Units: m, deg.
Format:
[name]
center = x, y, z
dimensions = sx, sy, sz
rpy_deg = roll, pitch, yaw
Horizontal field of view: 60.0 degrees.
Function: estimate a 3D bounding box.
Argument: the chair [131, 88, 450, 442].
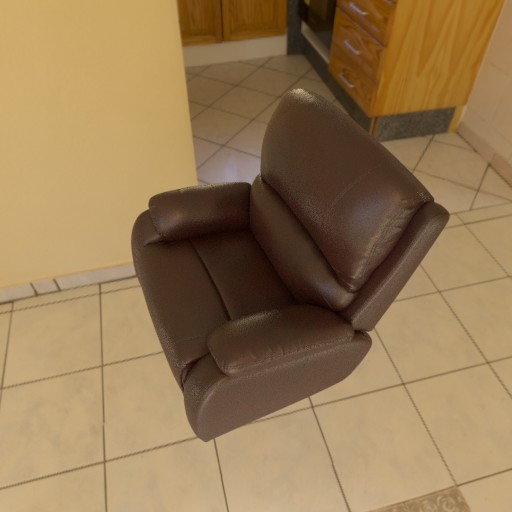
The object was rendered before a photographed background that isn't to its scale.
[chair]
center = 0.000, 0.000, 1.745
dimensions = 0.899, 1.011, 0.930
rpy_deg = -18, 49, -16
